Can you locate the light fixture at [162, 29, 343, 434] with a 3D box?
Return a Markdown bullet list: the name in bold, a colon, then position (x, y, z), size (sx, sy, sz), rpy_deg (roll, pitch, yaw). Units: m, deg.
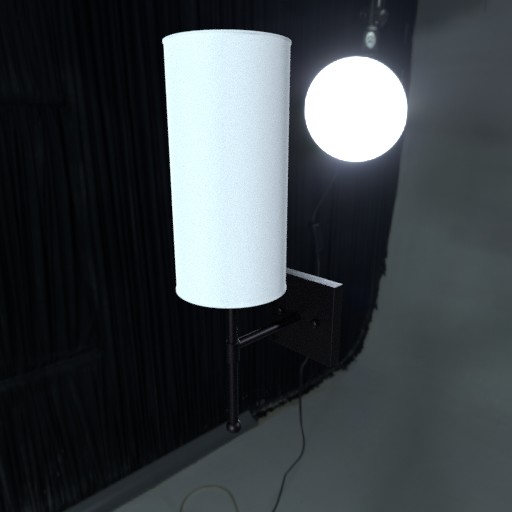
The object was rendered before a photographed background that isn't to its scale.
- **light fixture**: position (0.000, 0.000, 0.536), size (0.208, 0.462, 0.128), rpy_deg (-16, 23, -42)
